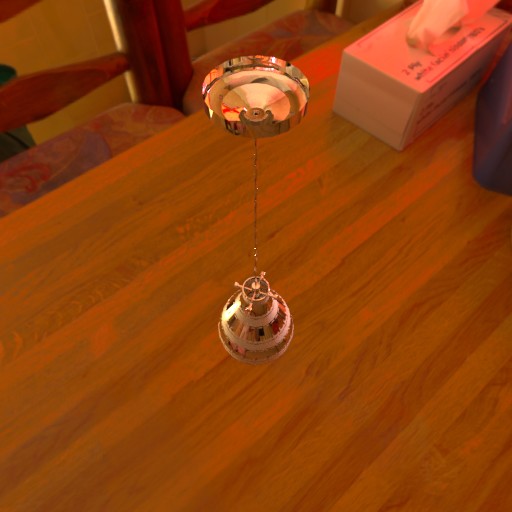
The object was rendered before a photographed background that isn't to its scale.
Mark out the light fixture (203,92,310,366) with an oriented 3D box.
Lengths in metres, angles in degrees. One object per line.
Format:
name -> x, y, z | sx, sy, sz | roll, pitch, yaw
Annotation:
light fixture -> 0.000, 0.000, 1.639 | 0.374, 1.457, 0.374 | 16, 59, 10
